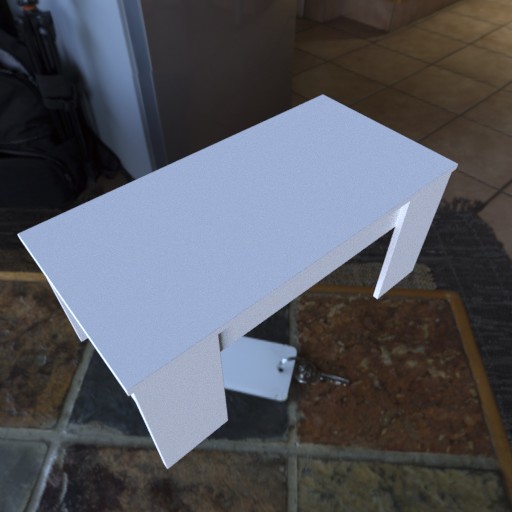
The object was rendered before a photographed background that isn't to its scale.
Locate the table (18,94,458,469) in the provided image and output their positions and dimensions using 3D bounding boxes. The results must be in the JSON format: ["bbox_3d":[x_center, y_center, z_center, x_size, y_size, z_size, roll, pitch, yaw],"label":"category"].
[{"bbox_3d":[0.000,0.000,1.259,1.000,0.440,0.500,-32,55,-26],"label":"table"}]
